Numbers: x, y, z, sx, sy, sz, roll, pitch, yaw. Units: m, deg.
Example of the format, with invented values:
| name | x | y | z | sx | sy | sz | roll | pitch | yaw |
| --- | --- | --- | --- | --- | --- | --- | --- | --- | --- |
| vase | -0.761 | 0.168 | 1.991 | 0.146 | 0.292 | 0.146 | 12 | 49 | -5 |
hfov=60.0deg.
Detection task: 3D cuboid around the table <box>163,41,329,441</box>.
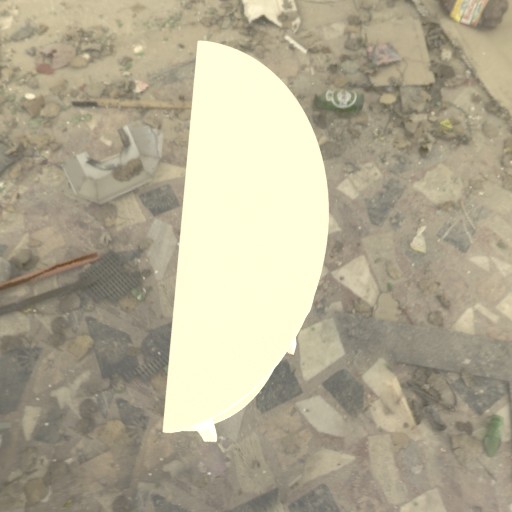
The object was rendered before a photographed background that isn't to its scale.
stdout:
| name | x | y | z | sx | sy | sz | roll | pitch | yaw |
| --- | --- | --- | --- | --- | --- | --- | --- | --- | --- |
| table | 0.000 | 0.000 | 1.561 | 0.394 | 0.780 | 1.219 | 0 | 64 | 0 |
